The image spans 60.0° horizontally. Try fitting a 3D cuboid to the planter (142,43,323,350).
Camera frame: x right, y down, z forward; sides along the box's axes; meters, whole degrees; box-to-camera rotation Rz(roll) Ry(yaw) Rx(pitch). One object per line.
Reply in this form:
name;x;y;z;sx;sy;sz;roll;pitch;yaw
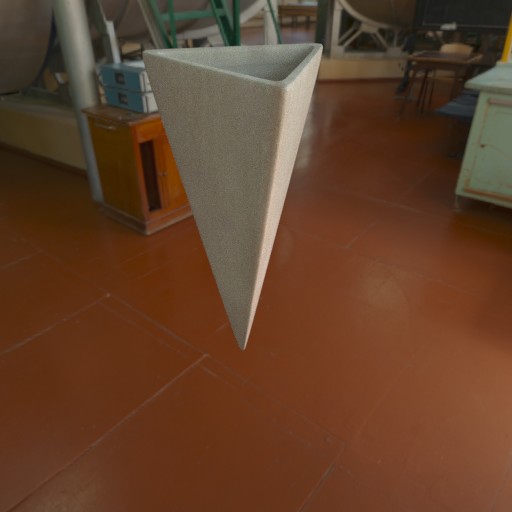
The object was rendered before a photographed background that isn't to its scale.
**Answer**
planter;0.000;0.000;0.271;0.101;0.224;0.081;-9;33;-14
